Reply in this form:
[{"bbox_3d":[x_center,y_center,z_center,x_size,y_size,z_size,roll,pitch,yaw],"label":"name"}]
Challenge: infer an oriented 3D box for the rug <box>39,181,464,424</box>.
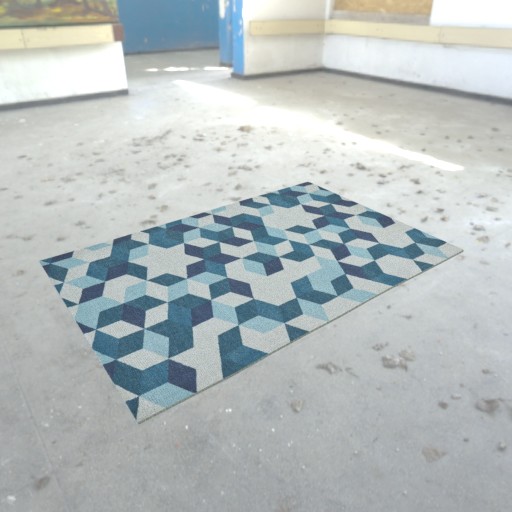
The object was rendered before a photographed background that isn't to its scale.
[{"bbox_3d":[0.000,0.000,2.287,1.829,0.014,1.235,-21,37,-31],"label":"rug"}]
